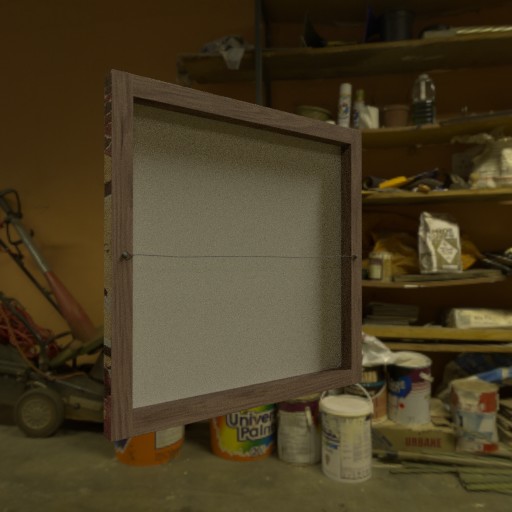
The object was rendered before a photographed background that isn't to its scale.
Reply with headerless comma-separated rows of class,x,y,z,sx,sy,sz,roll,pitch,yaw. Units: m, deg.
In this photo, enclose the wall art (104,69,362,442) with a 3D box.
wall art,0.000,0.000,0.918,0.609,0.613,0.041,0,-1,-36
